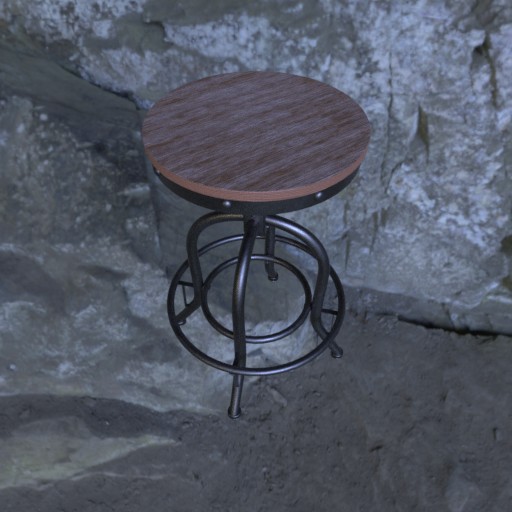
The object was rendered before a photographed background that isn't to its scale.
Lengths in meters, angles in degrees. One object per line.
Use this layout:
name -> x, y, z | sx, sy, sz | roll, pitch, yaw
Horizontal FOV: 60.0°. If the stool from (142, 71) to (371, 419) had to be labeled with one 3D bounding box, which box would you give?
stool -> 0.000, 0.000, 0.906 | 0.439, 0.609, 0.439 | 10, 48, 9
